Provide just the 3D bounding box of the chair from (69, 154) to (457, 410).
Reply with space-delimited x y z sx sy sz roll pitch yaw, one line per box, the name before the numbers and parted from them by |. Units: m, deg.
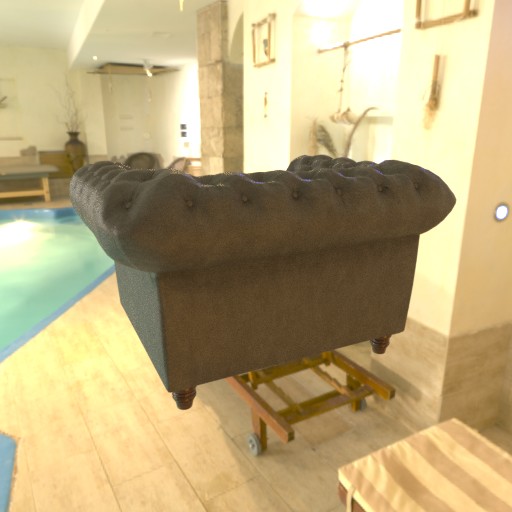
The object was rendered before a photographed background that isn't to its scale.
chair | 0.000 0.000 1.804 1.298 0.780 0.943 -8 18 -25
